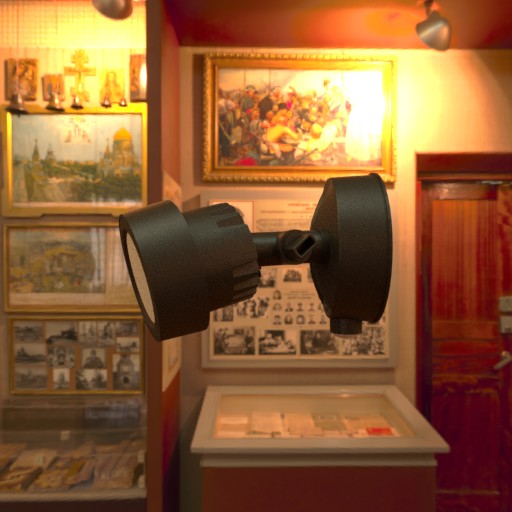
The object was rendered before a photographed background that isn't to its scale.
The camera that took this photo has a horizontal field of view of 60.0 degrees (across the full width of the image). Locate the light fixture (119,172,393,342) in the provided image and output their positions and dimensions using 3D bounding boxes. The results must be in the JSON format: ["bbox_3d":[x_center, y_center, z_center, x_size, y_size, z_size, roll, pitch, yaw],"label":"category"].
[{"bbox_3d":[0.000,0.000,0.324,0.168,0.120,0.213,0,0,1],"label":"light fixture"}]
